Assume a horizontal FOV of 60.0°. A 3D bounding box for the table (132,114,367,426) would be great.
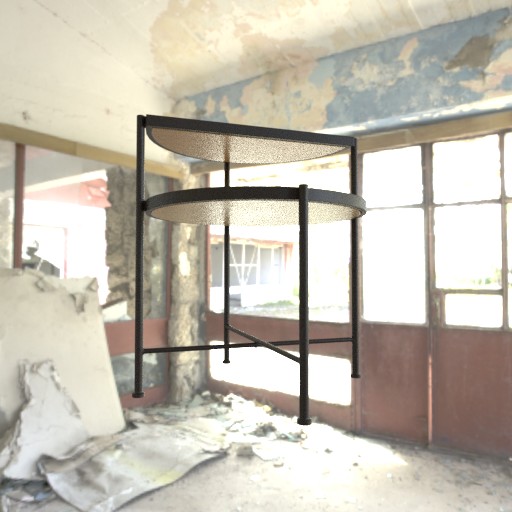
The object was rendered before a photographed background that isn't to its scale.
[{"bbox_3d":[0.000,0.000,1.176,0.629,0.684,0.628,1,-2,-19],"label":"table"}]
